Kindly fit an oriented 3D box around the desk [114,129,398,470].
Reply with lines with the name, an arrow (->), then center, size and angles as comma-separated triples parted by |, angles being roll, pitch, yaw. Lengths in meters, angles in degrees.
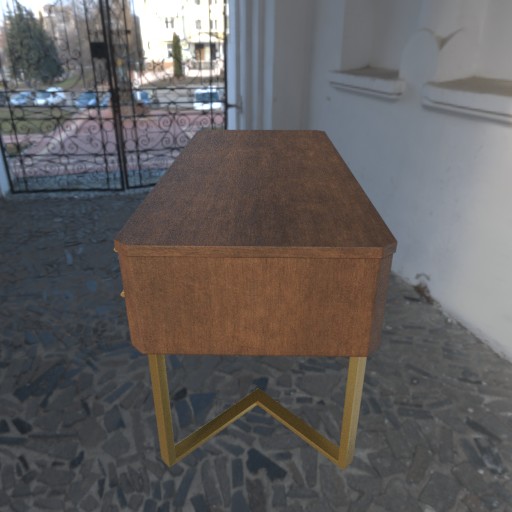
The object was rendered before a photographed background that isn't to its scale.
desk -> 0.000, 0.000, 1.833 | 0.684, 0.762, 1.479 | 0, 26, 1
